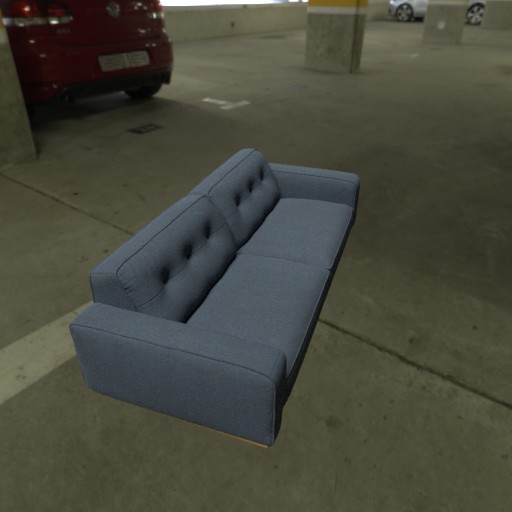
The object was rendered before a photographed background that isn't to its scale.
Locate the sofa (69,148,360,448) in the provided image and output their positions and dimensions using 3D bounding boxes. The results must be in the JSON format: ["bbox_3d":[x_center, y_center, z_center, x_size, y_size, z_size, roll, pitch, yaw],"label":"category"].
[{"bbox_3d":[0.000,0.000,2.760,0.953,0.782,2.270,10,32,17],"label":"sofa"}]
